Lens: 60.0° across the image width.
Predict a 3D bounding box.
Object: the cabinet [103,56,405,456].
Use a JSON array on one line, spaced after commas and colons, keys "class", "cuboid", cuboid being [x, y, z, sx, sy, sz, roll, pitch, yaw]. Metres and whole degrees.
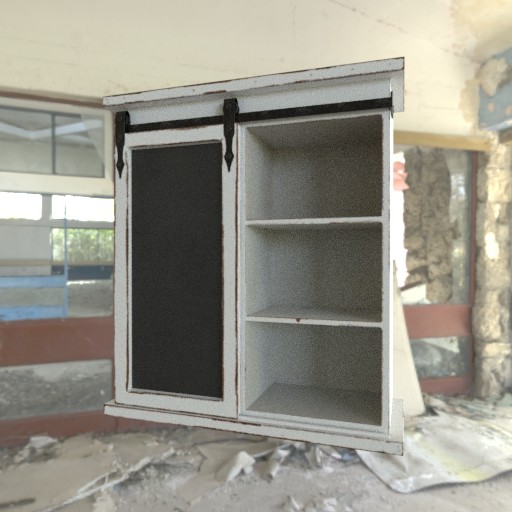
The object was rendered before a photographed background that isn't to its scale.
[{"class": "cabinet", "cuboid": [0.000, 0.000, 0.854, 0.541, 0.603, 0.210, 0, 0, 18]}]
